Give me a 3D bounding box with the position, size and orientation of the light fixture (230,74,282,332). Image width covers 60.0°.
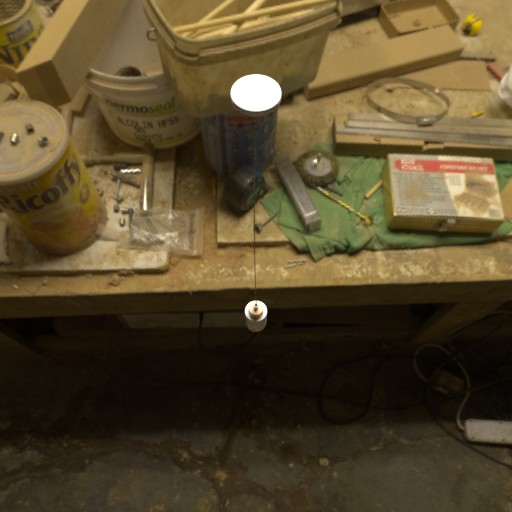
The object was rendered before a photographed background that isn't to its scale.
[{"bbox_3d":[0.000,0.000,1.888,0.125,1.798,0.125,-1,64,0],"label":"light fixture"}]
